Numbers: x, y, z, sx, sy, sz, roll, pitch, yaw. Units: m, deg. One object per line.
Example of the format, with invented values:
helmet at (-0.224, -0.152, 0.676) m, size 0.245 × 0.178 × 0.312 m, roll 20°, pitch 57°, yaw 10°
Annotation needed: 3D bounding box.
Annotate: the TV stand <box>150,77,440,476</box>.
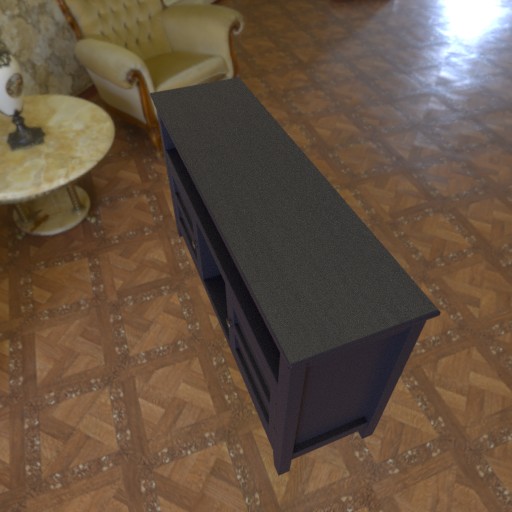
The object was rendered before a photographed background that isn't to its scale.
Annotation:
TV stand at (0.000, 0.000, 1.507) m, size 0.347 × 0.681 × 1.198 m, roll -16°, pitch 48°, yaw -15°
